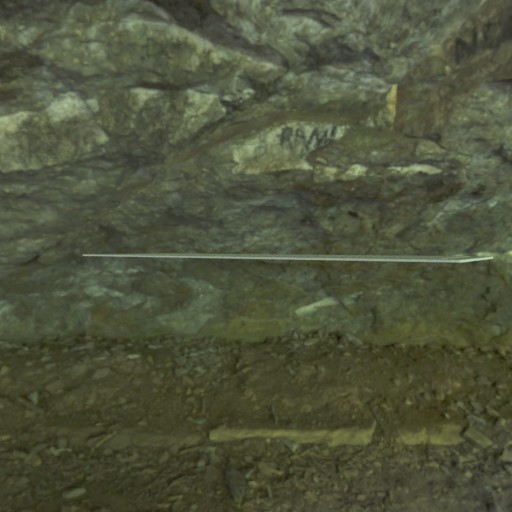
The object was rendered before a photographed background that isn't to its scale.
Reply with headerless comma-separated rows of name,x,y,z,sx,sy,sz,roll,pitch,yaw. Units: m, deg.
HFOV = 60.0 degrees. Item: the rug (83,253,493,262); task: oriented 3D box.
rug,0.000,0.000,2.659,2.430,0.012,0.759,1,1,36
